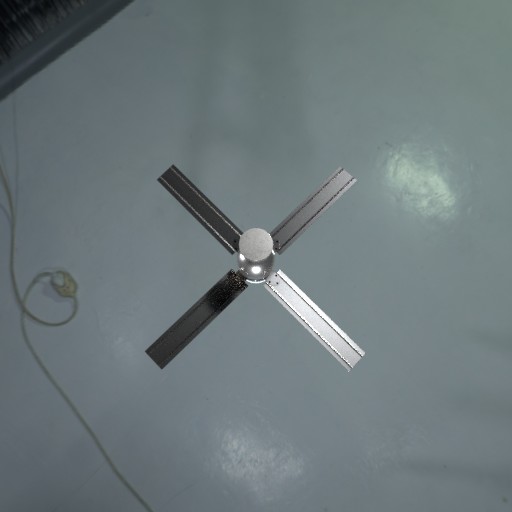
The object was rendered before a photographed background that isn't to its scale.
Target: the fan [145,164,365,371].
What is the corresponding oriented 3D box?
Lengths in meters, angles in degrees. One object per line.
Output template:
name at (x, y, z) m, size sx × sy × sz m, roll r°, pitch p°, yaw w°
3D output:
fan at (0.000, 0.000, 2.058) m, size 1.346 × 0.406 × 1.346 m, roll 43°, pitch 80°, yaw 10°
